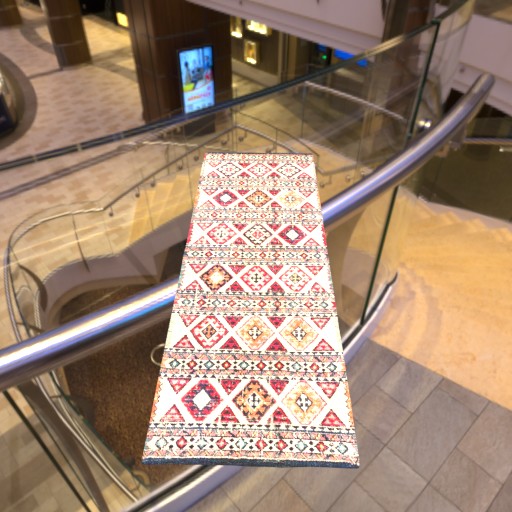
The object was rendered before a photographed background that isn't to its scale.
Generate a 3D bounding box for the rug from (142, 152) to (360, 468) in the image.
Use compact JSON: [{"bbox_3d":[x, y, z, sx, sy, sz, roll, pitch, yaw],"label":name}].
[{"bbox_3d":[0.000,0.000,2.544,0.832,0.008,2.362,1,42,1],"label":"rug"}]
